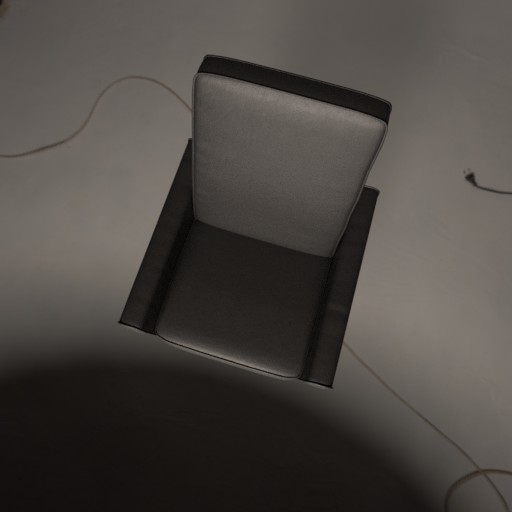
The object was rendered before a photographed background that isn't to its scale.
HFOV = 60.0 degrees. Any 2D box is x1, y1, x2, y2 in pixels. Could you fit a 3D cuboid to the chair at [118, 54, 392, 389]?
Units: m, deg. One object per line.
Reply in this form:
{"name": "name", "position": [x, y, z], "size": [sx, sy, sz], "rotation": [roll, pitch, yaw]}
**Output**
{"name": "chair", "position": [0.000, 0.000, 1.518], "size": [0.705, 1.013, 0.746], "rotation": [16, 77, 4]}
